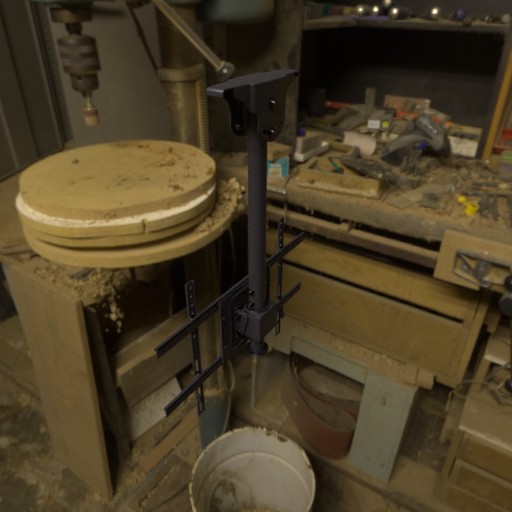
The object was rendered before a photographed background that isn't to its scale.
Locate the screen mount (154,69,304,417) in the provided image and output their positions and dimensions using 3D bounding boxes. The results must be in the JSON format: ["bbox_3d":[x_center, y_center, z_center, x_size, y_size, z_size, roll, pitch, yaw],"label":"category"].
[{"bbox_3d":[0.000,0.000,1.026,0.090,0.775,0.595,19,36,29],"label":"screen mount"}]
